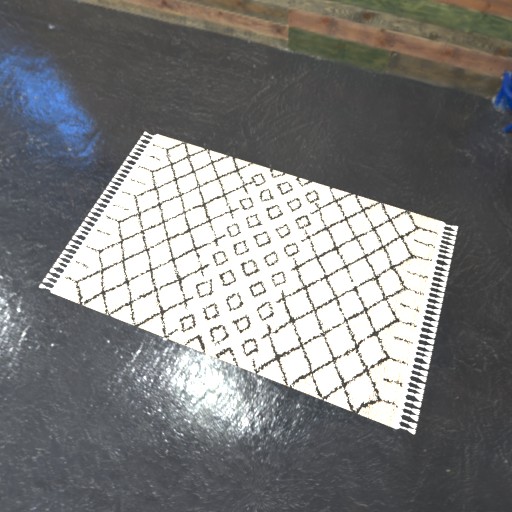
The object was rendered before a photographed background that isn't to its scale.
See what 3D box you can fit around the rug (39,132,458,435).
[{"bbox_3d":[0.000,0.000,2.436,2.006,0.008,1.196,19,63,10],"label":"rug"}]
